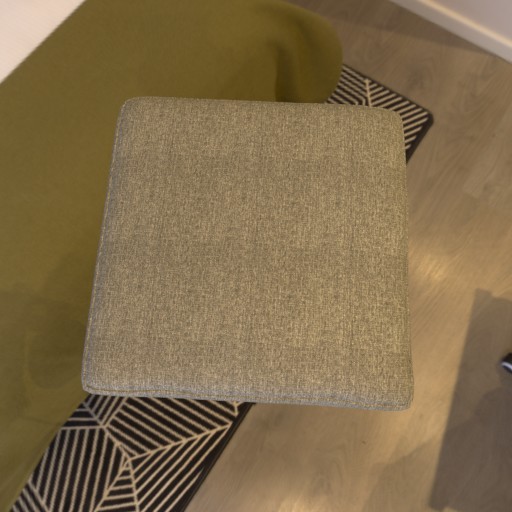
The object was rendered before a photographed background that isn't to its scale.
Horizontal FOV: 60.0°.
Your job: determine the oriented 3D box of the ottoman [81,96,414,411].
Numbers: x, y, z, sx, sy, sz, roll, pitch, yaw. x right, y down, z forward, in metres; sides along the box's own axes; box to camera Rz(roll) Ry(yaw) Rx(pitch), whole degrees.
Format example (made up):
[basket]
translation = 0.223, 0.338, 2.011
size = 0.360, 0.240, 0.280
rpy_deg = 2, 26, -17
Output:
[ottoman]
translation = 0.000, 0.000, 1.350
size = 0.838, 0.481, 0.838
rpy_deg = 3, 75, 1
